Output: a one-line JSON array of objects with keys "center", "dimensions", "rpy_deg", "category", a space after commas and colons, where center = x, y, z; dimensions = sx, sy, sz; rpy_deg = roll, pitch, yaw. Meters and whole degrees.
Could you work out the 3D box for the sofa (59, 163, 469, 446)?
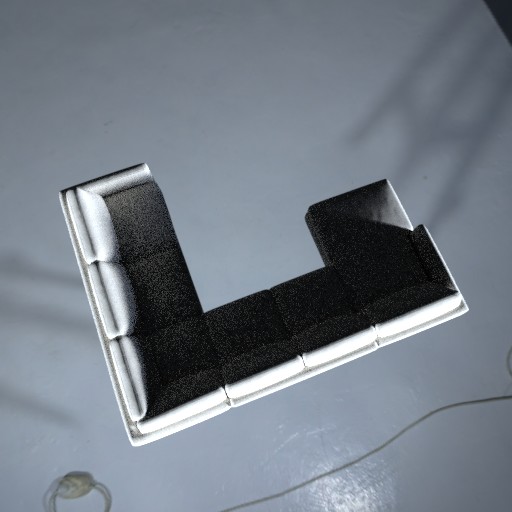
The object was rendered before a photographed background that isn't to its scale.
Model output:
[{"center": [0.000, 0.000, 4.450], "dimensions": [3.238, 0.853, 2.551], "rpy_deg": [-20, 75, -6], "category": "sofa"}]
